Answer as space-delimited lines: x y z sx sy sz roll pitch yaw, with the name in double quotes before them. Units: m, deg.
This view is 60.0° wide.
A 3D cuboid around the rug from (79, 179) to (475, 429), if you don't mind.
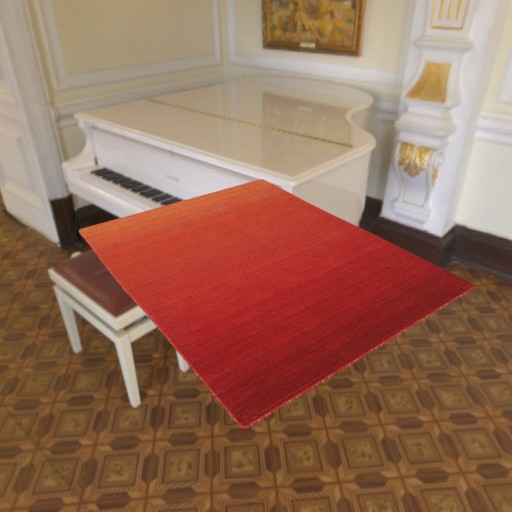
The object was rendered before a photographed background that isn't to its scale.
"rug" 0.000 0.000 4.033 2.340 0.028 2.905 -21 37 -30
